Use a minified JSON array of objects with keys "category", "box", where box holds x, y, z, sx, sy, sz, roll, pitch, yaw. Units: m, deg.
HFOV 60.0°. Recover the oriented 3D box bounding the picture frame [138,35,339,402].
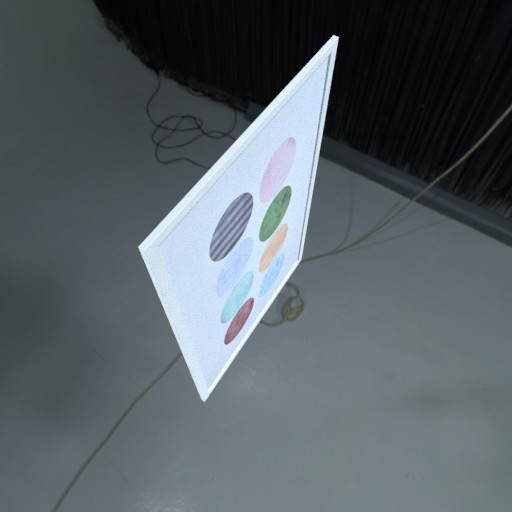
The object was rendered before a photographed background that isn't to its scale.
[{"category":"picture frame","box":[0.000,0.000,1.228,0.013,0.940,0.659,28,62,16]}]
